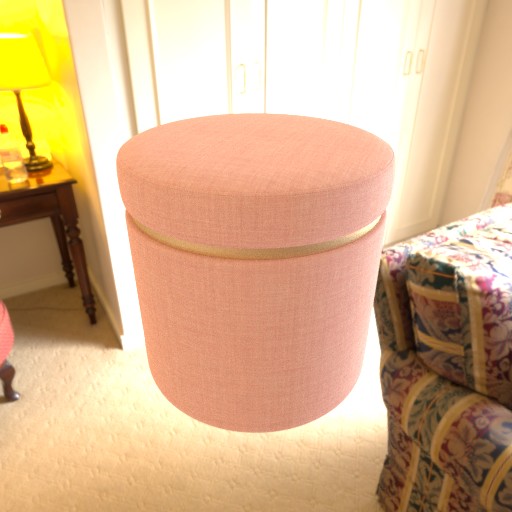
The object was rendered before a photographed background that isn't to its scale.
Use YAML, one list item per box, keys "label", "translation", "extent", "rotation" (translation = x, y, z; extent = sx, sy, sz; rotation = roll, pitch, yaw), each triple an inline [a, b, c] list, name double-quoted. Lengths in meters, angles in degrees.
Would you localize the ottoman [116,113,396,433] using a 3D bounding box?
- label: "ottoman"
  translation: [0.000, 0.000, 0.740]
  extent: [0.400, 0.406, 0.400]
  rotation: [0, 29, 0]
